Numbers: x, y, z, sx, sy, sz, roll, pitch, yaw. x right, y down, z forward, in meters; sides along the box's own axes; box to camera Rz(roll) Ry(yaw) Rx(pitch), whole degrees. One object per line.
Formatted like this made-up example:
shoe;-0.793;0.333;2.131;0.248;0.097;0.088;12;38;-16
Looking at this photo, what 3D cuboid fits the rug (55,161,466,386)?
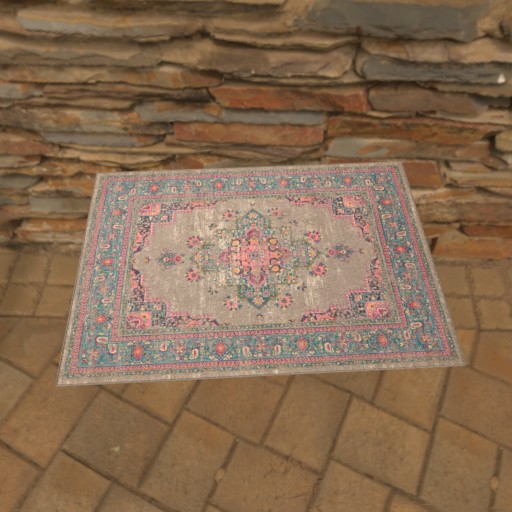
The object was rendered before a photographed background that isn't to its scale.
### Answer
rug;0.000;0.000;3.650;2.890;0.013;2.005;-2;57;-2
